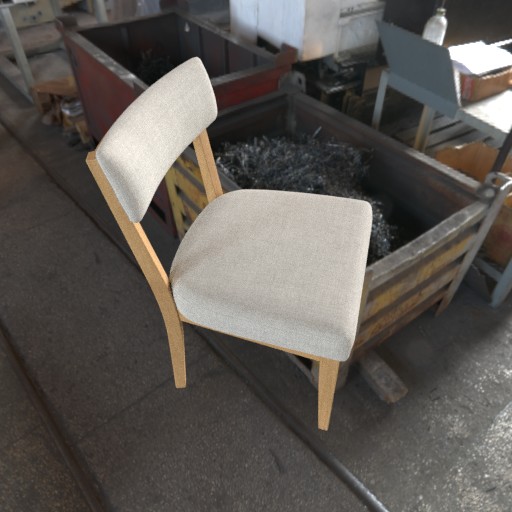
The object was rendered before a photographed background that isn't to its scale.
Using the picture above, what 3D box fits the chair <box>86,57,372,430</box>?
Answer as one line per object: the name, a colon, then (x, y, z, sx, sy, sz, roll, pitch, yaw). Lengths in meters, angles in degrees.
chair: (0.000, 0.000, 1.187, 0.572, 0.832, 0.508, 11, 45, 11)
